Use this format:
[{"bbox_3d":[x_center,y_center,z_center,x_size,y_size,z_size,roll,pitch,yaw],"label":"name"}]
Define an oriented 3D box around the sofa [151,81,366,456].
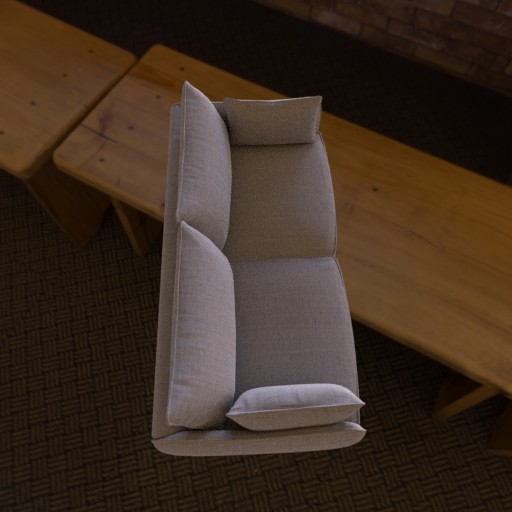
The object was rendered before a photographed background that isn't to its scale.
[{"bbox_3d":[0.000,0.000,2.444,0.972,0.851,1.989,-2,64,-1],"label":"sofa"}]
